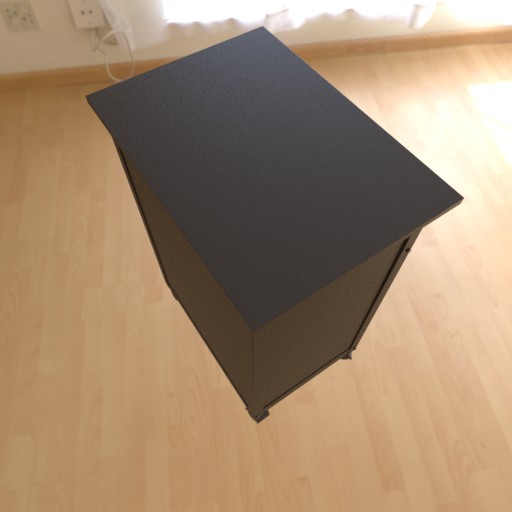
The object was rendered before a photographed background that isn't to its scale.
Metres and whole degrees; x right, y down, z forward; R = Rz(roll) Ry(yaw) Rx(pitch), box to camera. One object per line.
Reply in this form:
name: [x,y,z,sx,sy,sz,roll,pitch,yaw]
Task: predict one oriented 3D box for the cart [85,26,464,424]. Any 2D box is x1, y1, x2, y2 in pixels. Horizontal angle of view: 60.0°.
cart: [0.000,0.000,1.243,0.456,0.879,0.660,-30,63,-17]
